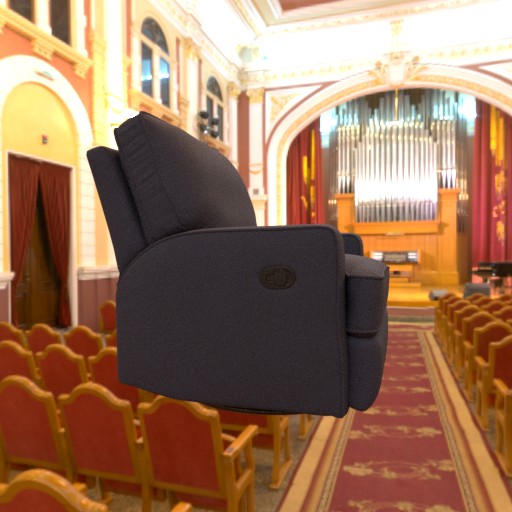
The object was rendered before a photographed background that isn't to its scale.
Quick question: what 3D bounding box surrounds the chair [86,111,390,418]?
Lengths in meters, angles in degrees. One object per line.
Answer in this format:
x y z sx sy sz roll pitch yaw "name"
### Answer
0.000 0.000 1.686 0.964 0.962 0.861 0 1 18 "chair"
